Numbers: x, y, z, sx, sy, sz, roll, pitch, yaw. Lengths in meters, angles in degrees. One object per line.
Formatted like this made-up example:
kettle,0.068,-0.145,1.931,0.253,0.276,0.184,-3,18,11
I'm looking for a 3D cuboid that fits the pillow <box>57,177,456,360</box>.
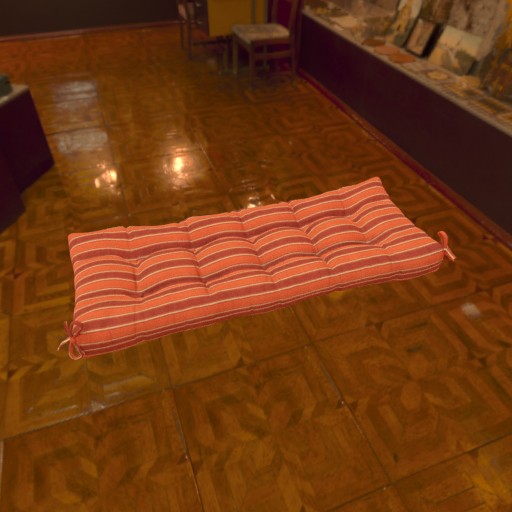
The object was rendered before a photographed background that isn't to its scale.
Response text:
pillow,0.000,0.000,1.389,1.194,0.174,0.511,-12,43,-13
